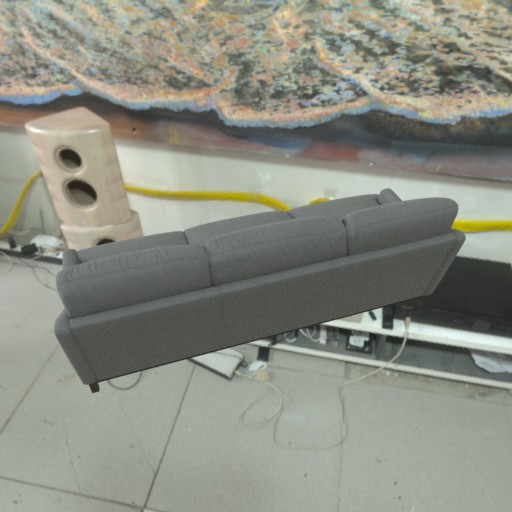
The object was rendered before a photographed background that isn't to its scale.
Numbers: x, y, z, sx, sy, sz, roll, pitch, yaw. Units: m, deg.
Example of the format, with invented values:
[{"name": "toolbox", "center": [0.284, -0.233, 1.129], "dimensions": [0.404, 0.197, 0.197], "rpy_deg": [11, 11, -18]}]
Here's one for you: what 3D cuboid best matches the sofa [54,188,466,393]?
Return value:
[{"name": "sofa", "center": [0.000, 0.000, 2.853], "dimensions": [2.344, 0.926, 0.987], "rpy_deg": [-12, 42, -14]}]
